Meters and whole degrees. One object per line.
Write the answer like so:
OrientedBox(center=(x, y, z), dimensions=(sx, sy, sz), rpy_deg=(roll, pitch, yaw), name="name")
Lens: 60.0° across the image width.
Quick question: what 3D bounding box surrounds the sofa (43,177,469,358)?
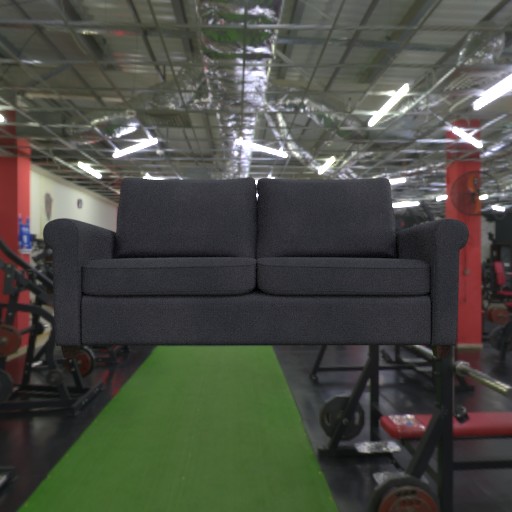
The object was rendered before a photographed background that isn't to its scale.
OrientedBox(center=(0.000, 0.000, 2.423), dimensions=(1.935, 0.942, 0.842), rpy_deg=(0, 0, 0), name="sofa")
